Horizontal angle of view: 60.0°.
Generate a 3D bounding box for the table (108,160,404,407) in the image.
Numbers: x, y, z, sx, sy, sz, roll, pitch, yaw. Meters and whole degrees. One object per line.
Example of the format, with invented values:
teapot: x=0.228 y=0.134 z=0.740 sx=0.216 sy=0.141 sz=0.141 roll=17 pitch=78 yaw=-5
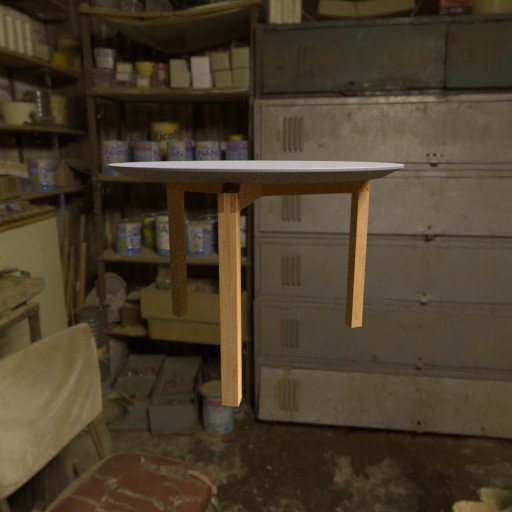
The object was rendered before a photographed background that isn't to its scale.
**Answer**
table: x=0.000 y=0.000 z=0.990 sx=0.600 sy=0.405 sz=0.600 roll=0 pitch=13 yaw=0
